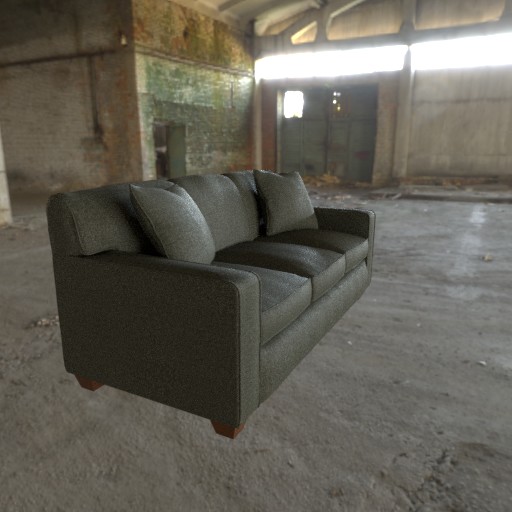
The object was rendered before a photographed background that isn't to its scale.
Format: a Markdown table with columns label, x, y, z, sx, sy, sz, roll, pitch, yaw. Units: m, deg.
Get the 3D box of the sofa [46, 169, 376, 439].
| label | x | y | z | sx | sy | sz | roll | pitch | yaw |
| --- | --- | --- | --- | --- | --- | --- | --- | --- | --- |
| sofa | 0.000 | 0.000 | 2.616 | 0.997 | 0.958 | 2.024 | 7 | 16 | 27 |
